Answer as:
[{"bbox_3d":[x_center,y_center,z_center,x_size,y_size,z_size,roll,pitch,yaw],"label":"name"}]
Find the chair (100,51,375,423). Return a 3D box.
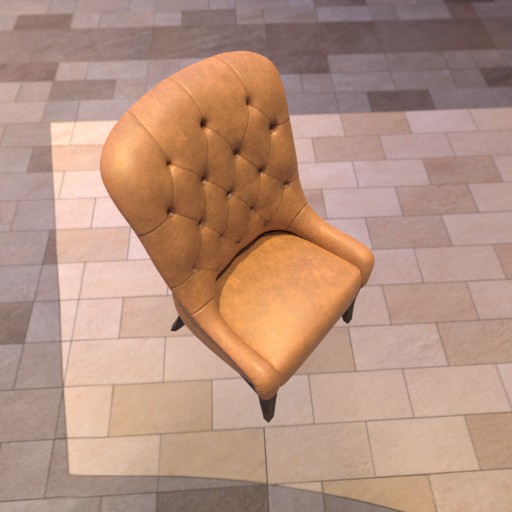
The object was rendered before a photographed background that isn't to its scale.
[{"bbox_3d":[0.000,0.000,1.481,0.629,1.091,0.634,36,64,20],"label":"chair"}]
